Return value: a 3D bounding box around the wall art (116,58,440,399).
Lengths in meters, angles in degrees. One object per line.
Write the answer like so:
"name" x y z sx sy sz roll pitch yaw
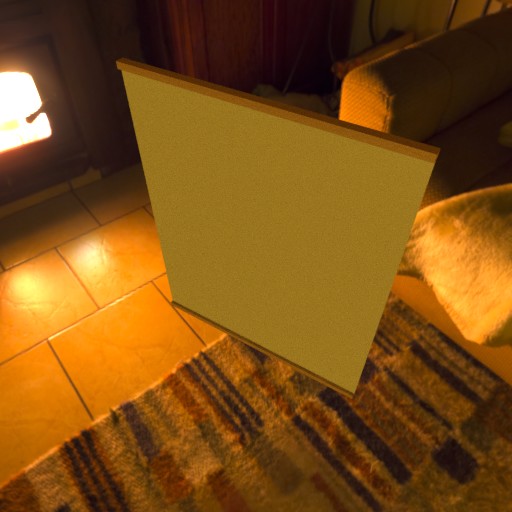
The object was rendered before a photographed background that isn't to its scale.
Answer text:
"wall art" 0.000 0.000 0.677 0.405 0.508 0.012 23 51 21
